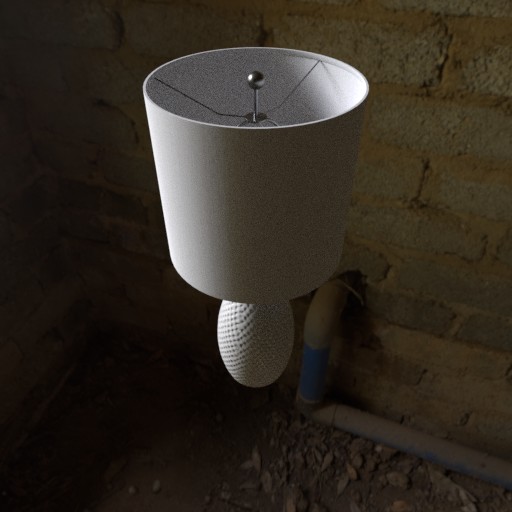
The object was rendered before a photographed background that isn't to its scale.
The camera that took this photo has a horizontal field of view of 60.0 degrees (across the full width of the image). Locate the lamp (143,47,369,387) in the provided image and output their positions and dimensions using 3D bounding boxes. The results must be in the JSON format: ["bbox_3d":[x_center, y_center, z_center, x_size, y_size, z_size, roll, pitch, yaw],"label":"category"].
[{"bbox_3d":[0.000,0.000,0.576,0.214,0.466,0.214,-12,42,-13],"label":"lamp"}]
